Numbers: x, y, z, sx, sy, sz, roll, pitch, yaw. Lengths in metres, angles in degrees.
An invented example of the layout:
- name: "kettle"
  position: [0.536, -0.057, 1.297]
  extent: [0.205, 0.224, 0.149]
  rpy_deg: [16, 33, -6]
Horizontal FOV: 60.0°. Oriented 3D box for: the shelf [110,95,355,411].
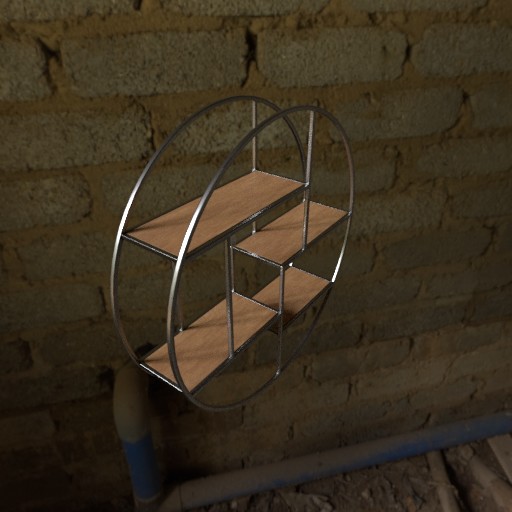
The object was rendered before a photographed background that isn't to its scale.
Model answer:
- name: "shelf"
  position: [0.000, 0.000, 1.326]
  extent: [0.202, 0.888, 0.888]
  rpy_deg: [21, 38, 31]
